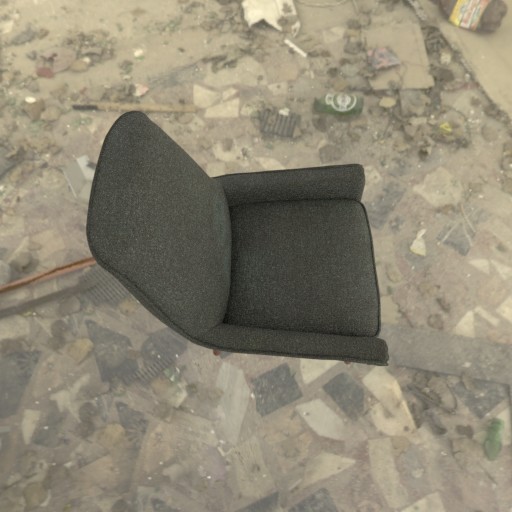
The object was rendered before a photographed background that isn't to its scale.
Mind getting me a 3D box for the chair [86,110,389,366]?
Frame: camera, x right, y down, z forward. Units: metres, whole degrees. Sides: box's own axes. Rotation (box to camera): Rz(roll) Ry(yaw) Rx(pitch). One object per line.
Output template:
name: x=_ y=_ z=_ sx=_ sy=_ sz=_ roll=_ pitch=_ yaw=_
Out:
chair: x=0.000 y=0.000 z=1.532 sx=0.859 sy=0.883 sz=0.763 roll=0 pitch=63 yaw=0
